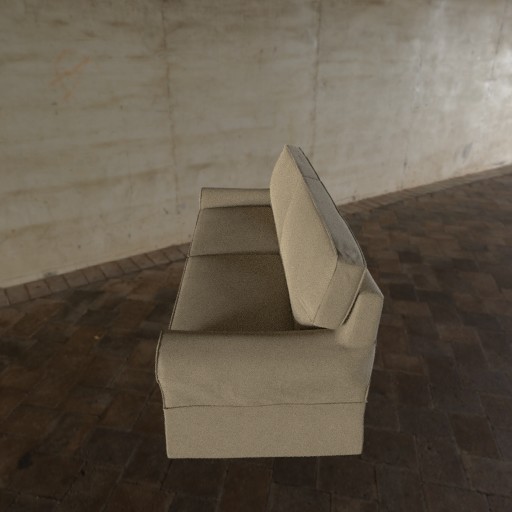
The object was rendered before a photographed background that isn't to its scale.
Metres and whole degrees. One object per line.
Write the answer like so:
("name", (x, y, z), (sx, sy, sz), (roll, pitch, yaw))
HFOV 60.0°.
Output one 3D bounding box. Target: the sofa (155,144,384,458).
("sofa", (0.000, 0.000, 2.715), (0.900, 1.014, 2.246), (-1, 25, -2))
